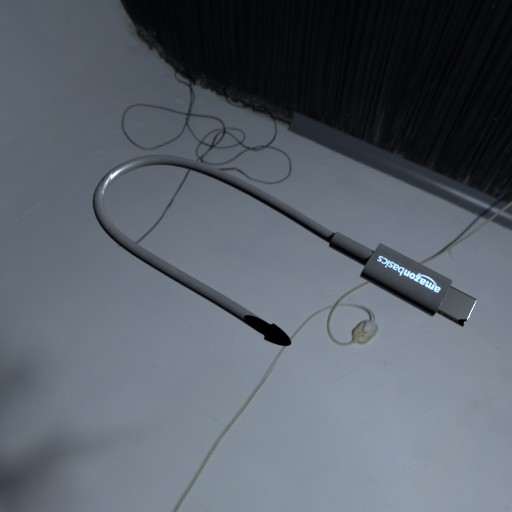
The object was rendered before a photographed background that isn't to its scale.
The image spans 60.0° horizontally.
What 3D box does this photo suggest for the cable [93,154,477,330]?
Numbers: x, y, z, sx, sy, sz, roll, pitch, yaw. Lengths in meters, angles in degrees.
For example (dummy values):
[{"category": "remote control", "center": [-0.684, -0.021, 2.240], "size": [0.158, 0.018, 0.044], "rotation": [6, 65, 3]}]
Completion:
[{"category": "cable", "center": [0.000, 0.000, 0.110], "size": [0.098, 0.005, 0.041], "rotation": [30, 63, 17]}]
